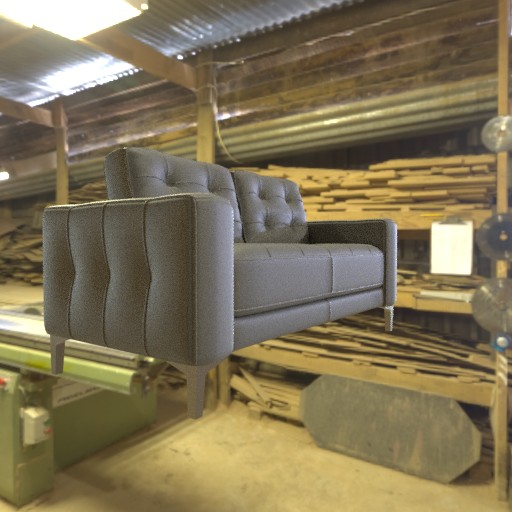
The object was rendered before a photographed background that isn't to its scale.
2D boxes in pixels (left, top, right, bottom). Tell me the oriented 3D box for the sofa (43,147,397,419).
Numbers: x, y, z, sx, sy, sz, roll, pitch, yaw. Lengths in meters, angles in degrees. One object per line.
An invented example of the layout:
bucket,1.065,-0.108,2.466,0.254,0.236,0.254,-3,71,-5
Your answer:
sofa,0.000,0.000,2.147,0.833,0.893,1.726,1,2,36
